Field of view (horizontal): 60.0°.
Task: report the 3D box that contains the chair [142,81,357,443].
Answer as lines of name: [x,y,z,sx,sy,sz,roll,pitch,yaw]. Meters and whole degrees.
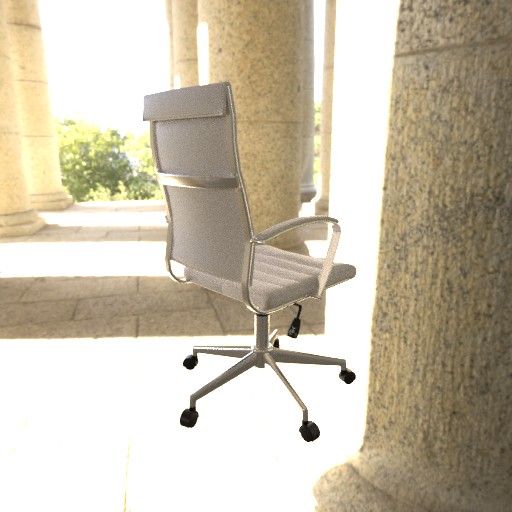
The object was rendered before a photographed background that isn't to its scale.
chair: [0.000,0.000,1.687,0.739,1.149,0.766,-13,19,-41]
